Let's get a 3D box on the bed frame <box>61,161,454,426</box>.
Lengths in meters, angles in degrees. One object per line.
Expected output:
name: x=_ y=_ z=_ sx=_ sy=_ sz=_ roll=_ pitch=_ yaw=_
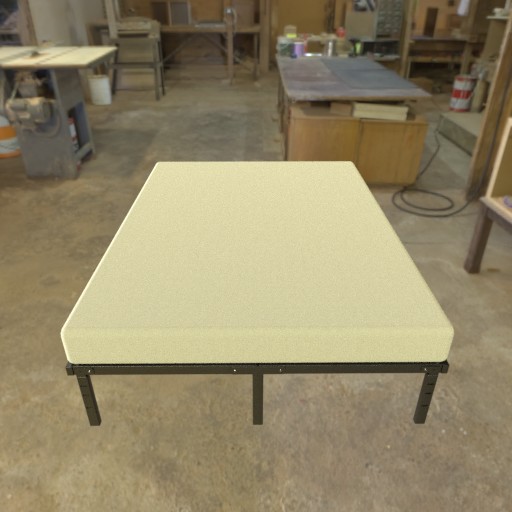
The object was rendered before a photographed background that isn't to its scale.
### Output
bed frame: x=0.000 y=0.000 z=3.464 sx=1.990 sy=0.680 sz=2.635 roll=0 pitch=30 yaw=0
